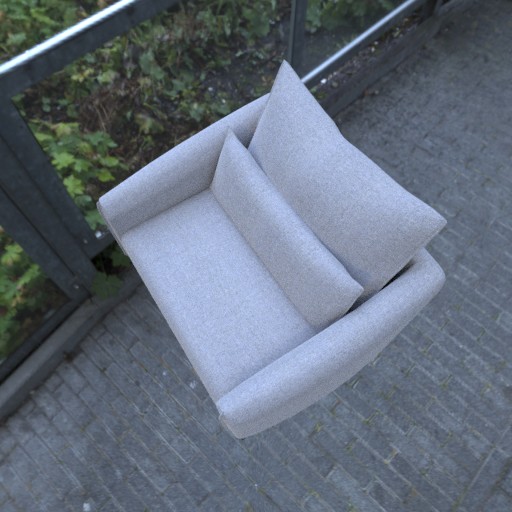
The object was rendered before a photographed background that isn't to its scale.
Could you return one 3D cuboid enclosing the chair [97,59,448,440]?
[{"bbox_3d":[0.000,0.000,1.609,0.801,0.856,1.029,-30,67,-14],"label":"chair"}]
